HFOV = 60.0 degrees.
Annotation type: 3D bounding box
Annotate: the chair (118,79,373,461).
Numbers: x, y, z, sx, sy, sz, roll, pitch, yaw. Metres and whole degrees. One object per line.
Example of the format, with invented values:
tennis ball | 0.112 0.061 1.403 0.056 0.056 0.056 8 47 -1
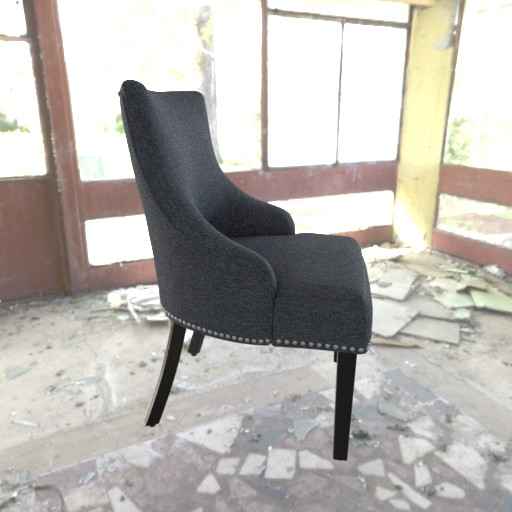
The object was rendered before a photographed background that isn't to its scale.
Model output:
chair | 0.000 0.000 1.260 0.629 0.909 0.566 3 18 9
